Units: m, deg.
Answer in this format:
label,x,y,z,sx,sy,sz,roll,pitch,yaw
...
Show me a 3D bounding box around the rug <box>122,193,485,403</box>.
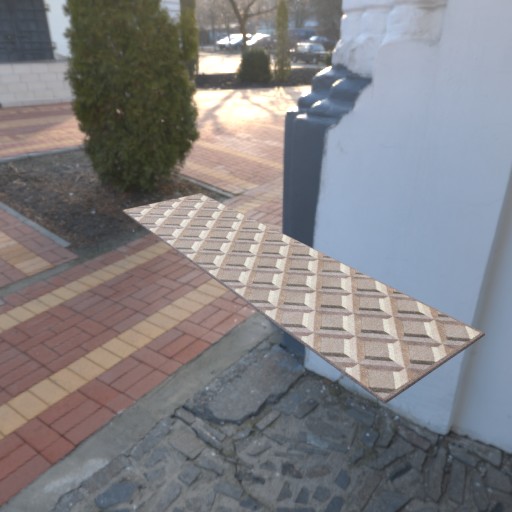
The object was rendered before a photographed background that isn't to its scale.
label,x,y,z,sx,sy,sz,roll,pitch,yaw
rug,0.000,0.000,2.626,0.685,0.013,2.437,-18,32,-33
